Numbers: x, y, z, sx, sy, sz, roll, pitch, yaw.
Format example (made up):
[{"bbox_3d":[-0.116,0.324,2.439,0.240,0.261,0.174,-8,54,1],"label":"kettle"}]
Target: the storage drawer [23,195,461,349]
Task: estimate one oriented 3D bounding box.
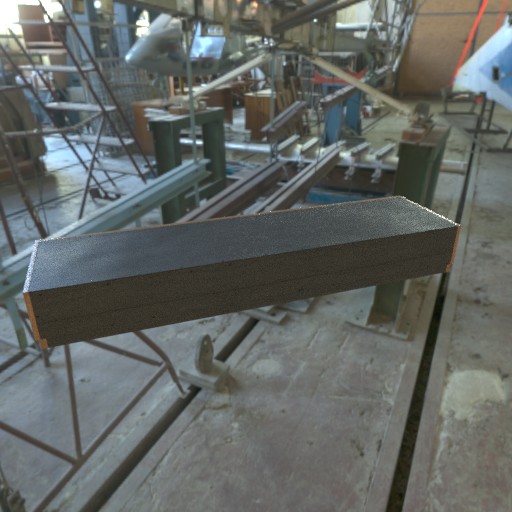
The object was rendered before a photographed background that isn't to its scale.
[{"bbox_3d":[0.000,0.000,2.239,2.032,0.264,0.538,-9,27,-17],"label":"storage drawer"}]
